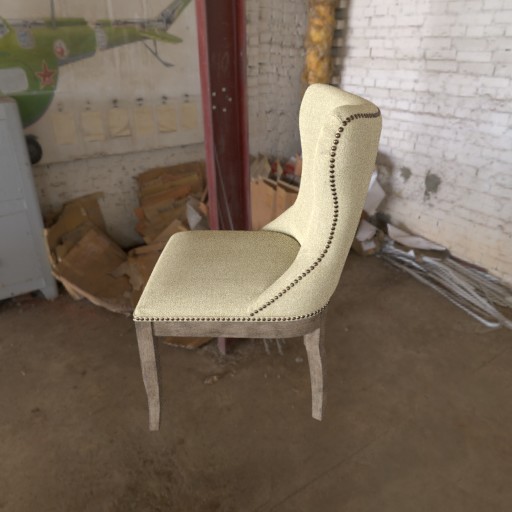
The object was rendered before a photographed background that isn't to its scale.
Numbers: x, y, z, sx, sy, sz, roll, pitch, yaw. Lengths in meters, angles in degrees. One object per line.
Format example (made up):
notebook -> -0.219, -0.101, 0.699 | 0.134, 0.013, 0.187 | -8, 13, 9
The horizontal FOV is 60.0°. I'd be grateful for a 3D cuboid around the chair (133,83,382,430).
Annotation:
chair -> 0.000, 0.000, 1.440 | 0.681, 1.002, 0.654 | 1, 26, 1
